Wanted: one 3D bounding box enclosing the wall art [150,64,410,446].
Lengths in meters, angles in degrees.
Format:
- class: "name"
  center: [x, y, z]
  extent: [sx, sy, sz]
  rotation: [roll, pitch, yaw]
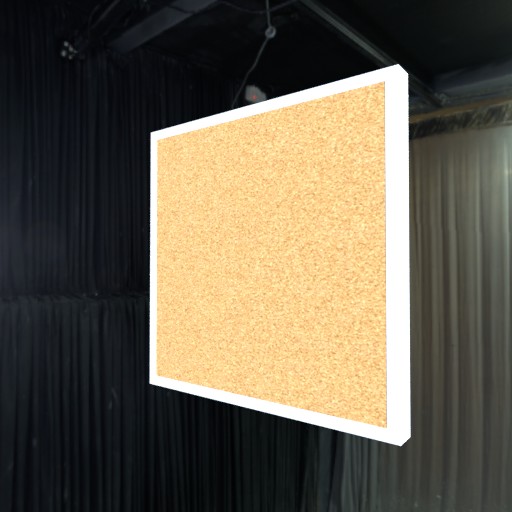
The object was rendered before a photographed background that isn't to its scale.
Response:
- class: "wall art"
  center: [0.000, 0.000, 0.755]
  extent: [0.506, 0.505, 0.038]
  rotation: [-1, -1, 37]
